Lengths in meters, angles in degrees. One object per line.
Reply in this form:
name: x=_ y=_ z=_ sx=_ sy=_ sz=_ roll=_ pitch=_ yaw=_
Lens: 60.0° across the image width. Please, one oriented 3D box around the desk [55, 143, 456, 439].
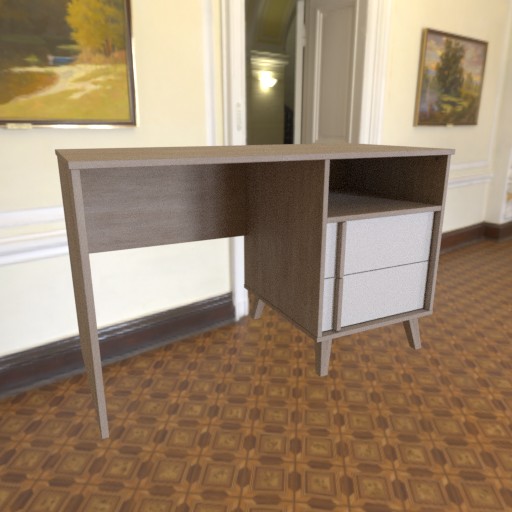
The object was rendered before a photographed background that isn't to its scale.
desk: x=0.000 y=0.000 z=1.642 sx=1.251 sy=0.770 sz=0.600 roll=-8 pitch=18 yaw=-25
